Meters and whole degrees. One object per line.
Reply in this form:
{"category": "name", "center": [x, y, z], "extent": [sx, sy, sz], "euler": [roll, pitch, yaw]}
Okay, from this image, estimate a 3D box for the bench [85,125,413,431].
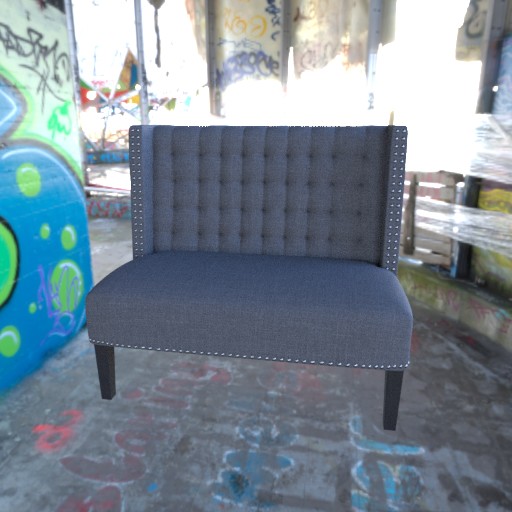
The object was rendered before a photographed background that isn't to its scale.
{"category": "bench", "center": [0.000, 0.000, 1.983], "extent": [1.276, 1.121, 0.842], "euler": [3, 17, 9]}
